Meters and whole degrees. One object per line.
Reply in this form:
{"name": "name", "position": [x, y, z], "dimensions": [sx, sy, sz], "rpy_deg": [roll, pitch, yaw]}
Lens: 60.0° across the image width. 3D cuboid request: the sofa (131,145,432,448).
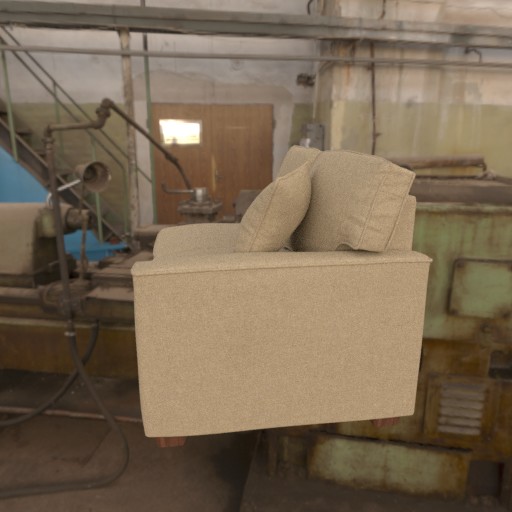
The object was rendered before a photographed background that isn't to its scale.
{"name": "sofa", "position": [0.000, 0.000, 2.080], "dimensions": [0.991, 0.989, 1.388], "rpy_deg": [-2, 15, -8]}
